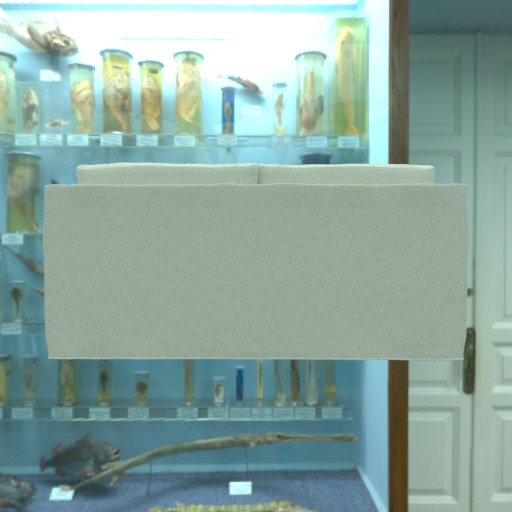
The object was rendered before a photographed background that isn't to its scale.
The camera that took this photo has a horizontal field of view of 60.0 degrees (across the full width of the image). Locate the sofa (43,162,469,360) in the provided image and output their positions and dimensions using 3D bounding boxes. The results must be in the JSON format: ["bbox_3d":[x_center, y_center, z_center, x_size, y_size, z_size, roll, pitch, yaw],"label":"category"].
[{"bbox_3d":[0.000,0.000,2.250,1.746,0.834,0.962,0,1,1],"label":"sofa"}]
